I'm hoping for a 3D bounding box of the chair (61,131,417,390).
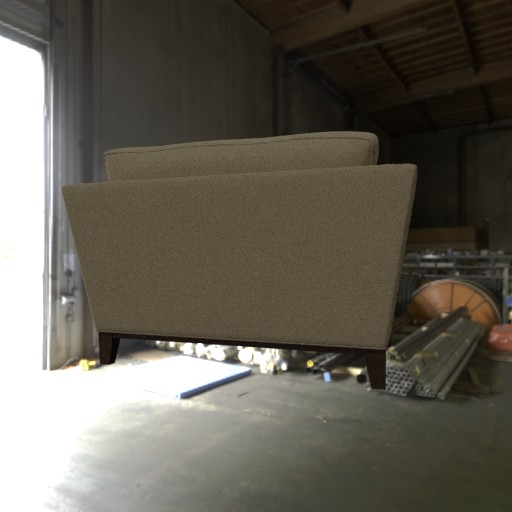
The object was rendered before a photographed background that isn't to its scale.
[{"bbox_3d":[0.000,0.000,2.079,1.397,0.940,0.965,0,0,18],"label":"chair"}]
